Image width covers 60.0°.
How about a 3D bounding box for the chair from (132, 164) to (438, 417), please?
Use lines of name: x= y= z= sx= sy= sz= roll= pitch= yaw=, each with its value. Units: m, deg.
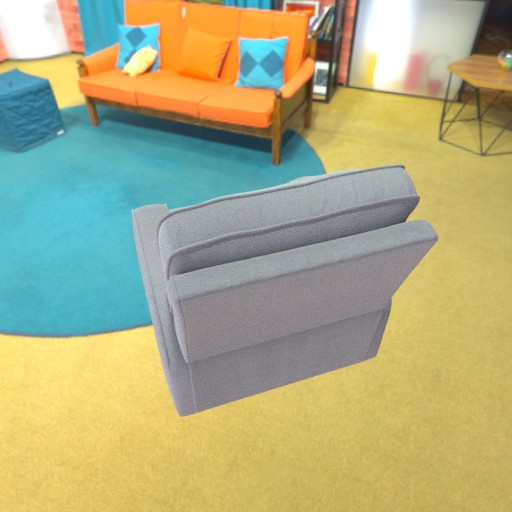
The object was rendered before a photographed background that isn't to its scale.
chair: x=0.000 y=0.000 z=1.703 sx=0.861 sy=0.964 sz=0.969 roll=-13 pitch=42 yaw=-14
